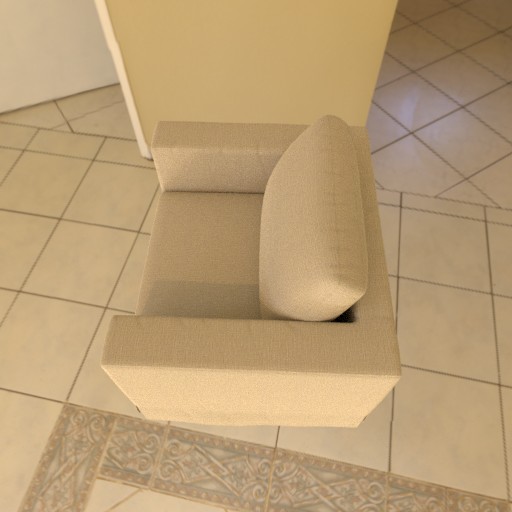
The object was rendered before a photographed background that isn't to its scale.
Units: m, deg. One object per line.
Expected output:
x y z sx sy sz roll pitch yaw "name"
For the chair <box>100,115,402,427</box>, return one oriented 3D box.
0.000 0.000 1.815 0.957 0.878 1.150 2 57 1 "chair"
